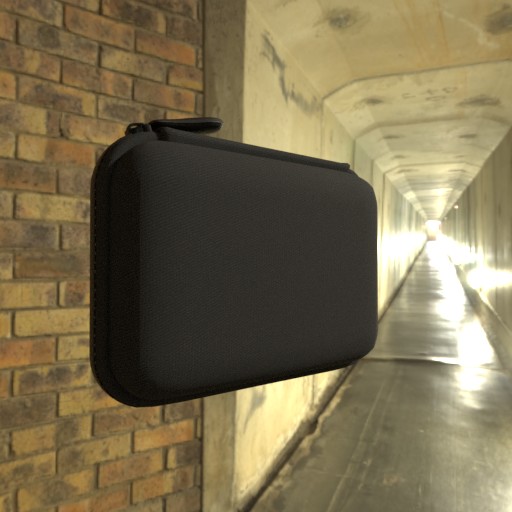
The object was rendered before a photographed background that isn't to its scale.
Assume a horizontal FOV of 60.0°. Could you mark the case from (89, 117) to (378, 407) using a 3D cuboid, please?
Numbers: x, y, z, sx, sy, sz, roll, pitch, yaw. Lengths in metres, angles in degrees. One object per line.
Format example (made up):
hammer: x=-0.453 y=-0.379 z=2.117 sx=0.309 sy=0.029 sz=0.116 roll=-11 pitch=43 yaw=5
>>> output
case: x=0.000 y=0.000 z=0.182 sx=0.132 sy=0.105 sz=0.038 roll=1 pitch=-1 yaw=-36
